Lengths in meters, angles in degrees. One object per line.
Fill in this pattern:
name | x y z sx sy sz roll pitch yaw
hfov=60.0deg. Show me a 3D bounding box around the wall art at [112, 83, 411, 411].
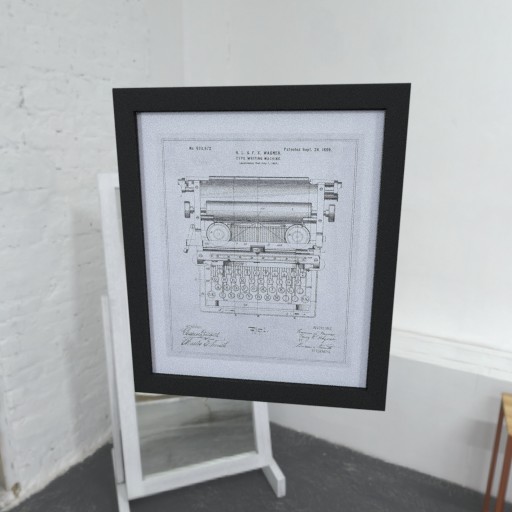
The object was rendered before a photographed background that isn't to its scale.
wall art | 0.000 0.000 0.706 0.432 0.508 0.021 2 14 8
